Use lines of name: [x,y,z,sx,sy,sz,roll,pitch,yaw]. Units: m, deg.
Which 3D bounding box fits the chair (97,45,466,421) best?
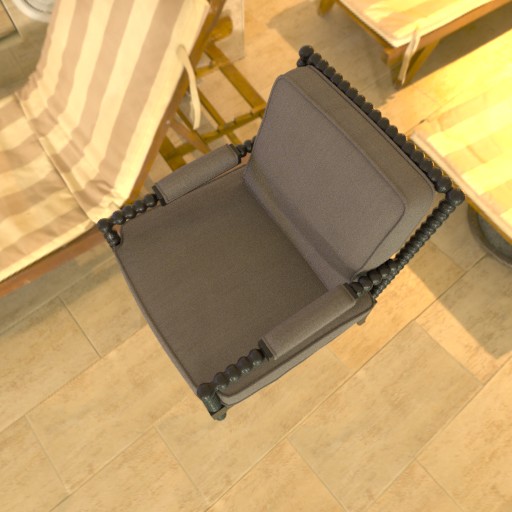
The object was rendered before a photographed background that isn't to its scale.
chair: [0.000,0.000,1.117,0.622,0.661,0.540,-31,68,-14]
